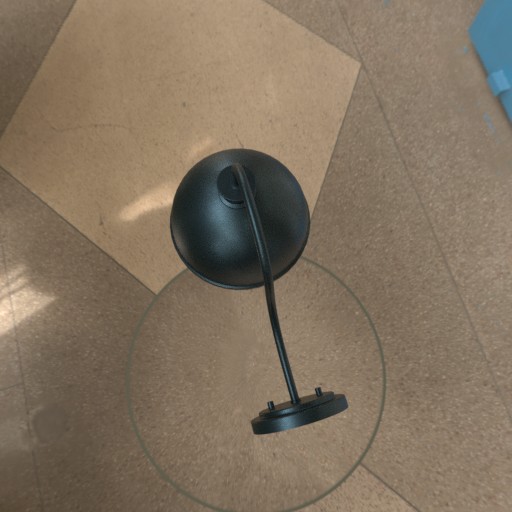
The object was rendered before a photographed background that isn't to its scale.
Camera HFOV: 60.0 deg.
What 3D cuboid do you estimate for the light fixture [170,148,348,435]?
[{"bbox_3d":[0.000,0.000,0.638,0.253,0.295,0.467,-15,76,-4],"label":"light fixture"}]
